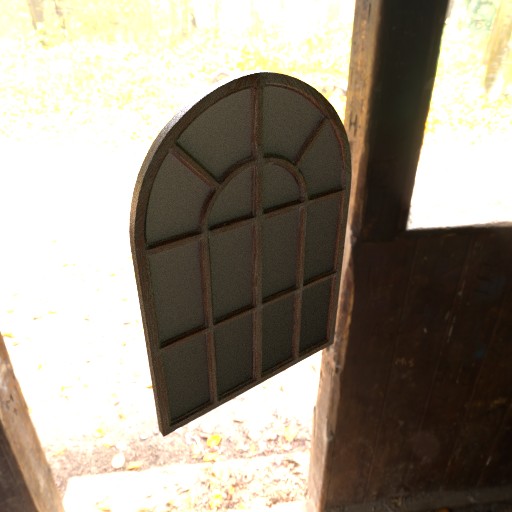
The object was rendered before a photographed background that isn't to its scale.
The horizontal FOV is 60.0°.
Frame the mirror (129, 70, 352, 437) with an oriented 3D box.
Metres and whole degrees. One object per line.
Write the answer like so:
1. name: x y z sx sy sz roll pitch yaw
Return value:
1. mirror: 0.000 0.000 1.186 0.660 0.920 0.032 -20 35 -31
